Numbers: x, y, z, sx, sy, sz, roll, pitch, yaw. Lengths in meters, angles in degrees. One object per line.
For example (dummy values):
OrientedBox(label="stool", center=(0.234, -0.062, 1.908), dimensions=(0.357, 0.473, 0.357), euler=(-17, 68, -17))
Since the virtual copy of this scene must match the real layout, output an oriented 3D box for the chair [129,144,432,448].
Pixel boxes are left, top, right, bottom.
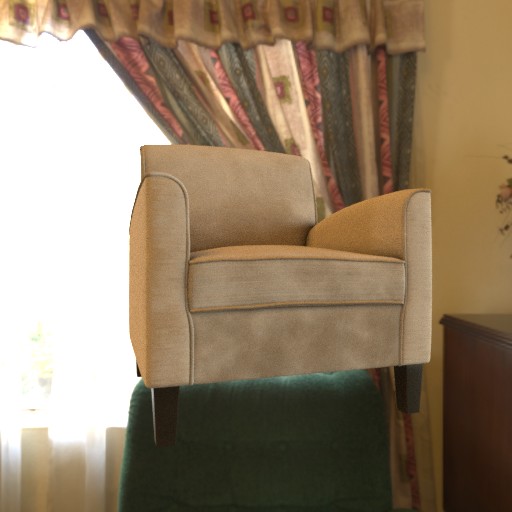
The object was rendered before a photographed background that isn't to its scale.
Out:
OrientedBox(label="chair", center=(0.000, 0.000, 1.522), dimensions=(0.820, 0.915, 0.821), euler=(0, 0, -19))
